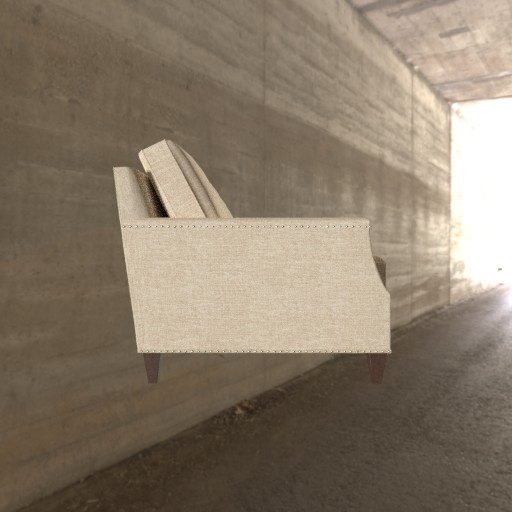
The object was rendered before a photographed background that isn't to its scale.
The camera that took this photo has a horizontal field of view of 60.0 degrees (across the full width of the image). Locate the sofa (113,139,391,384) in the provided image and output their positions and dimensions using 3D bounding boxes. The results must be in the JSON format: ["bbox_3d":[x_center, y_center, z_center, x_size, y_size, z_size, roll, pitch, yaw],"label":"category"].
[{"bbox_3d":[0.000,0.000,2.730,1.041,0.940,2.210,0,0,0],"label":"sofa"}]
